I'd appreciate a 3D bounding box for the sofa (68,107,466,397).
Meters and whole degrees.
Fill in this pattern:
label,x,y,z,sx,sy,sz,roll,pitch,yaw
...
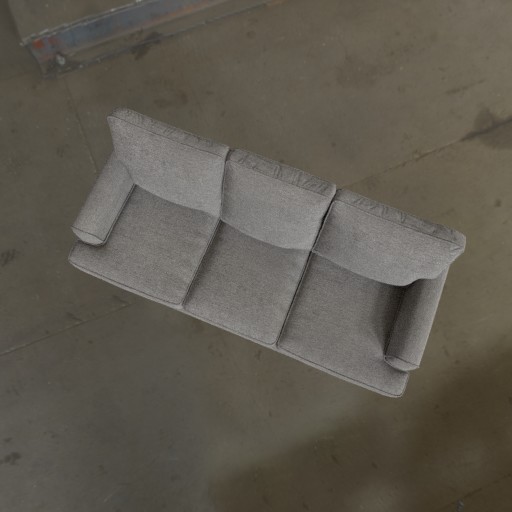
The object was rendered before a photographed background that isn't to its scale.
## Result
label,x,y,z,sx,sy,sz,roll,pitch,yaw
sofa,0.000,0.000,2.684,2.158,0.965,0.951,21,76,6
